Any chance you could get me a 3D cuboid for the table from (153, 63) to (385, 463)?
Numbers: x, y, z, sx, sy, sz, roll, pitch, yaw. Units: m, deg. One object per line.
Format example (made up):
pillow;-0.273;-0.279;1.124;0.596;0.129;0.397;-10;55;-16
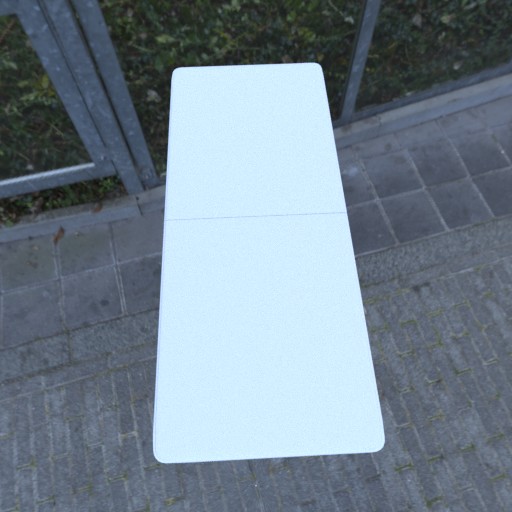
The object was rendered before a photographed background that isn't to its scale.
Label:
table;0.000;0.000;2.157;0.761;0.719;1.829;-3;63;-1
